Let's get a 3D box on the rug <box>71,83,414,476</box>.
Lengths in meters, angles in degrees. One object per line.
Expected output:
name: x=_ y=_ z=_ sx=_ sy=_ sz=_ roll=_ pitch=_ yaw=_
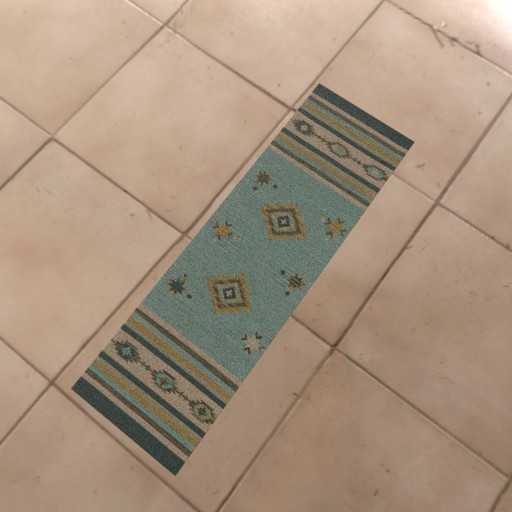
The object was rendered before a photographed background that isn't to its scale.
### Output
rug: x=0.000 y=0.000 z=2.657 sx=0.744 sy=0.010 sz=2.441 roll=35 pitch=77 yaw=9
